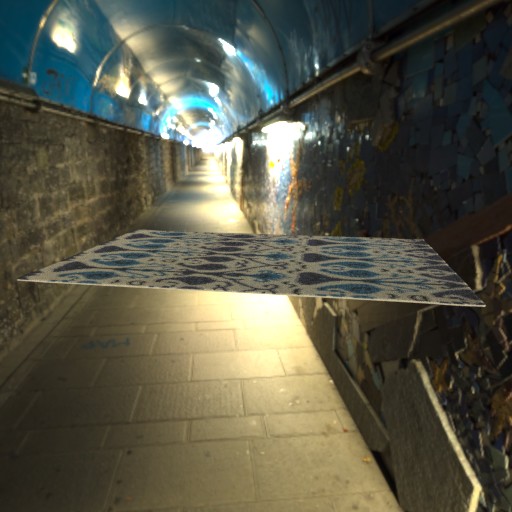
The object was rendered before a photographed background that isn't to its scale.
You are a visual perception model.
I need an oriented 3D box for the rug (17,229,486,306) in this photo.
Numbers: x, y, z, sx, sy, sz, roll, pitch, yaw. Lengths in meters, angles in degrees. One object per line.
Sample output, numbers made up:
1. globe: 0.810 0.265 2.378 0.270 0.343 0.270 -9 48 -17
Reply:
1. rug: 0.000 0.000 2.081 1.698 0.013 1.072 2 14 9
